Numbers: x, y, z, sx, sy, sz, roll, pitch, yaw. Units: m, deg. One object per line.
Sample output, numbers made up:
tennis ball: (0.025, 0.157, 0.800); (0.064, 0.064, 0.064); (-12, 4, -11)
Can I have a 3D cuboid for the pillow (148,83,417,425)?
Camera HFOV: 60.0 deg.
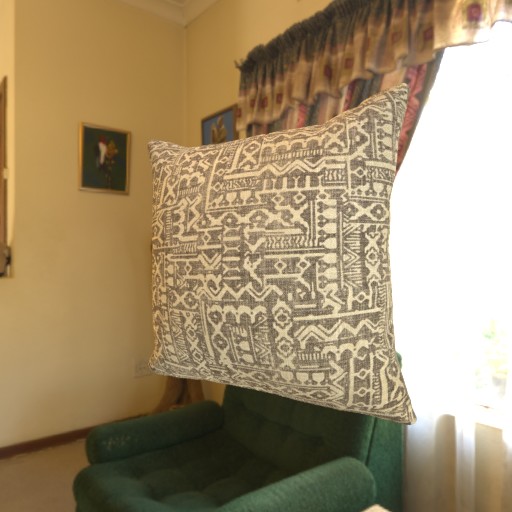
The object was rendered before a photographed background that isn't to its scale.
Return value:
pillow: (0.000, 0.000, 0.772); (0.546, 0.487, 0.180); (0, 0, 35)
